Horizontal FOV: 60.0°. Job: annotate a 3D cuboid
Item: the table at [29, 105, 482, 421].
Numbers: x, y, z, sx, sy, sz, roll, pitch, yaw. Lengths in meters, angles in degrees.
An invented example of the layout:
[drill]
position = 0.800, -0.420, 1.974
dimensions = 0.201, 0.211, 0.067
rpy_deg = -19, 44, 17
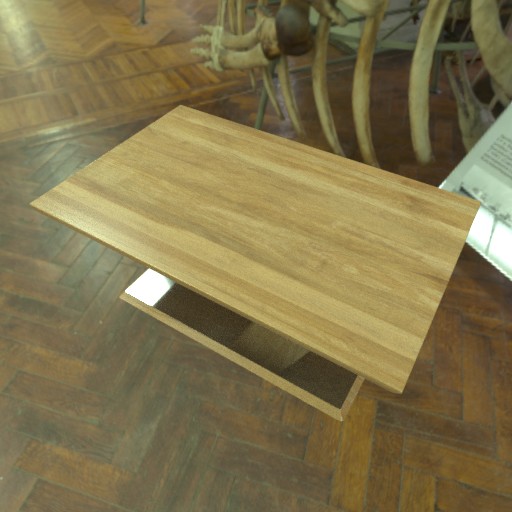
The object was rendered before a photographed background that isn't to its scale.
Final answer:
[table]
position = 0.000, 0.000, 1.430
dimensions = 1.100, 0.441, 0.692
rpy_deg = 24, 51, 21
